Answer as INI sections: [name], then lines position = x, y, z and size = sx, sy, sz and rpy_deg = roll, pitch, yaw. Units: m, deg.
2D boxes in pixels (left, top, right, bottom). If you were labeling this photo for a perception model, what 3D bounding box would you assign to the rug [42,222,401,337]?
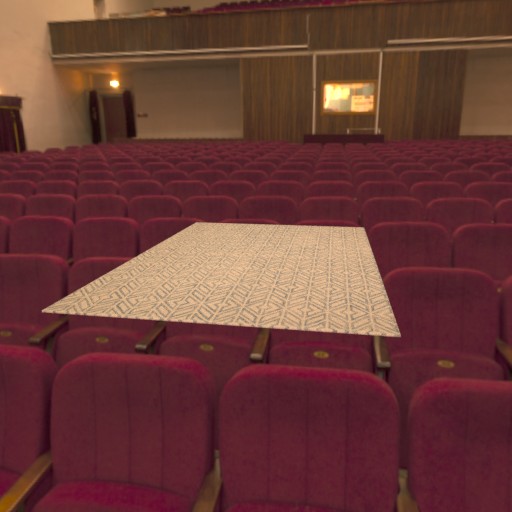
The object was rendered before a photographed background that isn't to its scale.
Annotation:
[rug]
position = 0.000, 0.000, 2.335
size = 1.220, 0.008, 1.824
rpy_deg = 2, 14, 10
